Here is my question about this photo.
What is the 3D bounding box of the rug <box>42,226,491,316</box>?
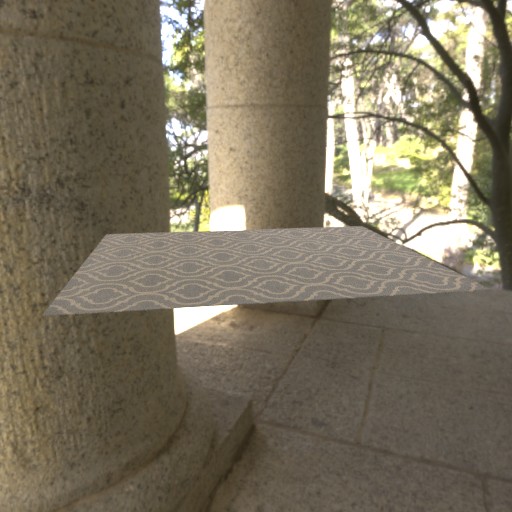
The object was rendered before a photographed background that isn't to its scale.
[{"bbox_3d":[0.000,0.000,3.896,2.892,0.006,2.283,-2,15,-9],"label":"rug"}]
